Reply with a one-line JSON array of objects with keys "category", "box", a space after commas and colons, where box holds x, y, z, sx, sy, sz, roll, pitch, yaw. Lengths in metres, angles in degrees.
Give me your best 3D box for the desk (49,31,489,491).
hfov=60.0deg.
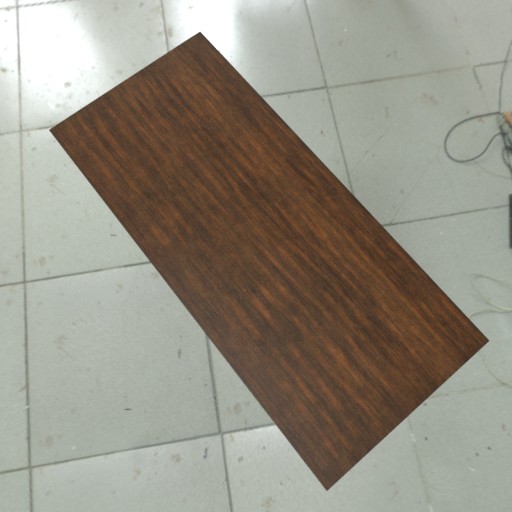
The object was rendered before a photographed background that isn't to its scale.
[{"category": "desk", "box": [0.000, 0.000, 1.924, 0.724, 0.762, 1.575, -38, 78, -10]}]
